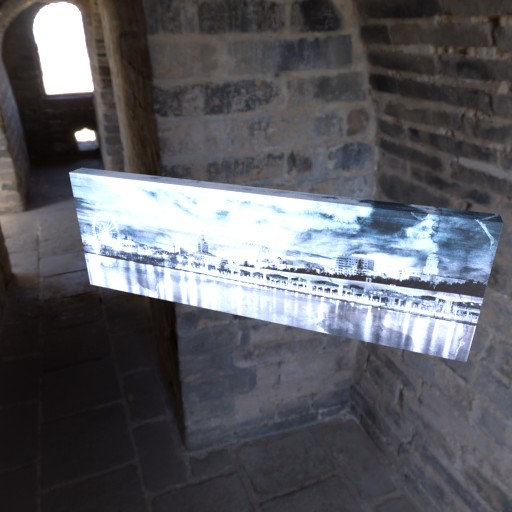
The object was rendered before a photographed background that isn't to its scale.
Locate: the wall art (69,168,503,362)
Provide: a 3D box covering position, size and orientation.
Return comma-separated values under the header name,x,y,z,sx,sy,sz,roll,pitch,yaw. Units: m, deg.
name,x,y,z,sx,sy,sz,roll,pitch,yaw
wall art,0.000,0.000,0.815,0.759,0.251,0.037,9,28,18
